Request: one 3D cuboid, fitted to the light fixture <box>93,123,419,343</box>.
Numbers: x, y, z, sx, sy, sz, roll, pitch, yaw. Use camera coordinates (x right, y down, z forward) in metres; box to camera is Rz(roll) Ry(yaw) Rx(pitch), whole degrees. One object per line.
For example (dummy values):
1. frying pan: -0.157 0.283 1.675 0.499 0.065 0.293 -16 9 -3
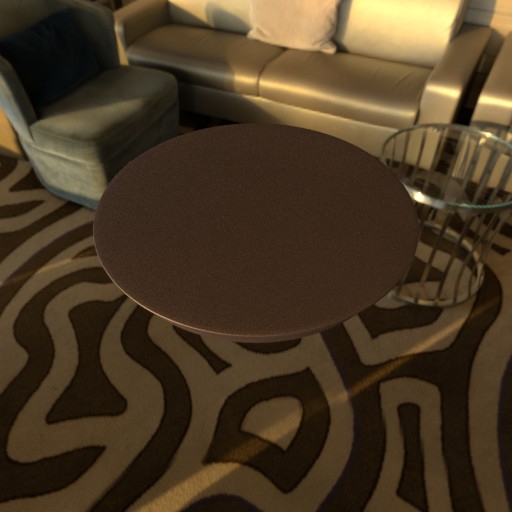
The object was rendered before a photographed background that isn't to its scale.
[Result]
1. light fixture: 0.000 0.000 0.440 0.280 0.135 0.280 0 46 0
